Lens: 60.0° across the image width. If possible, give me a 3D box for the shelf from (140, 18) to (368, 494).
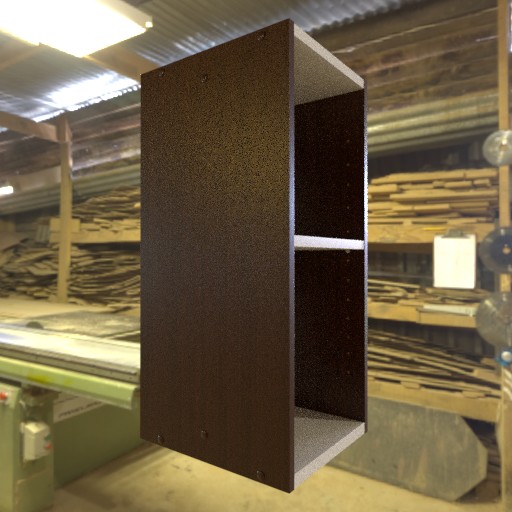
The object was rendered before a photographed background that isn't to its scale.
[{"bbox_3d":[0.000,0.000,0.745,0.290,0.600,0.253,0,0,37],"label":"shelf"}]
